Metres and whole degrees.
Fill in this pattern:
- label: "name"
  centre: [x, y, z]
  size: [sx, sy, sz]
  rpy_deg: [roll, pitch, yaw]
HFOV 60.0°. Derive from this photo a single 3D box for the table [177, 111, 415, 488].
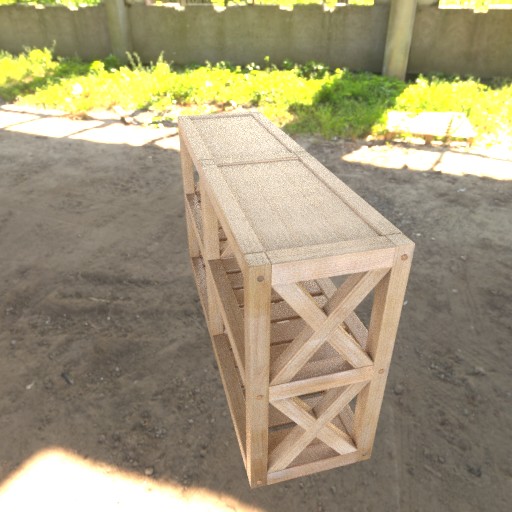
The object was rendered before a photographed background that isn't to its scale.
- label: "table"
  centre: [0.000, 0.000, 1.673]
  size: [0.381, 0.762, 1.320]
  rpy_deg: [-8, 32, -13]
